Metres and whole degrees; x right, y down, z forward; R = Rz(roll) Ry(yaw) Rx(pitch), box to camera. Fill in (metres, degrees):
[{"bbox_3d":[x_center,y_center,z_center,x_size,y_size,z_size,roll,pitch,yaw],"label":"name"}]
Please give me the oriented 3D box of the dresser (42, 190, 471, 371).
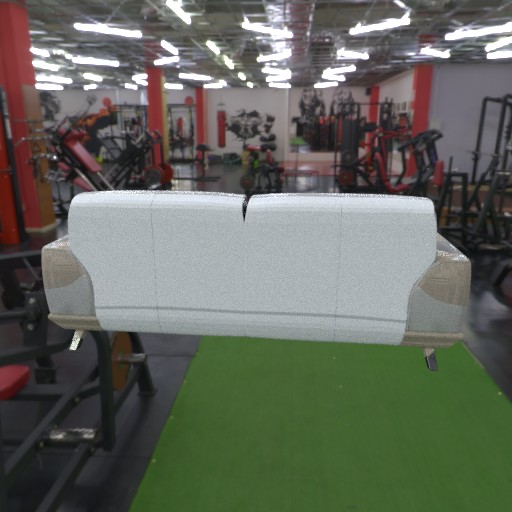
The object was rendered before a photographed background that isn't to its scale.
[{"bbox_3d":[0.000,0.000,5.814,4.679,1.863,2.251,2,16,6],"label":"dresser"}]
